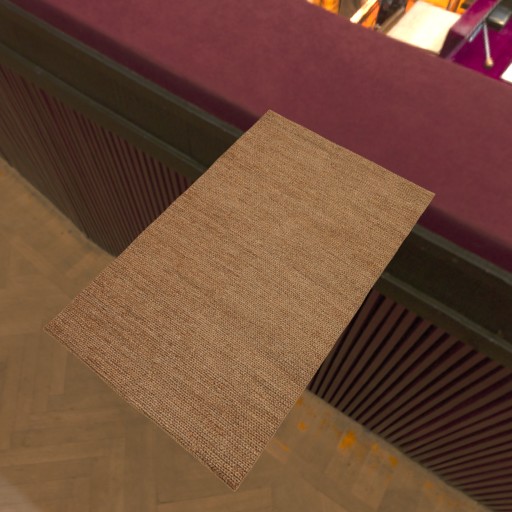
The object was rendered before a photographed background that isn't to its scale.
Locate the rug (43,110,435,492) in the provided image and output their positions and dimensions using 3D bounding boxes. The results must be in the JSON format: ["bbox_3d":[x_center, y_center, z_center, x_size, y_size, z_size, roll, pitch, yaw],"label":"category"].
[{"bbox_3d":[0.000,0.000,3.034,1.521,0.034,2.438,33,65,17],"label":"rug"}]
